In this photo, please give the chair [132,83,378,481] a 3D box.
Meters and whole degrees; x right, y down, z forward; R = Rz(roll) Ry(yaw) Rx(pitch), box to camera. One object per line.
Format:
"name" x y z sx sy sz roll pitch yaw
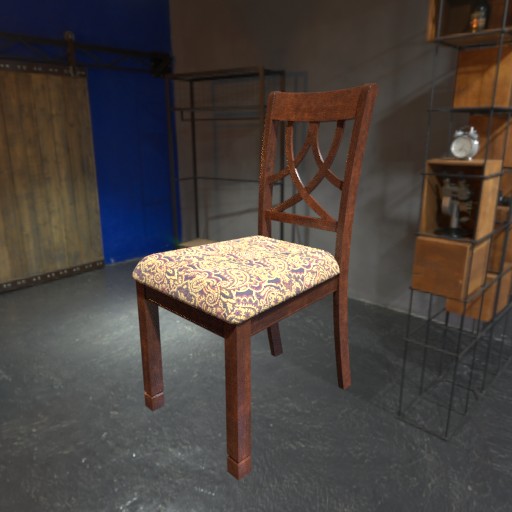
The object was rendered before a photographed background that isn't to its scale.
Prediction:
"chair" 0.000 0.000 1.308 0.584 0.965 0.457 -15 22 -42
